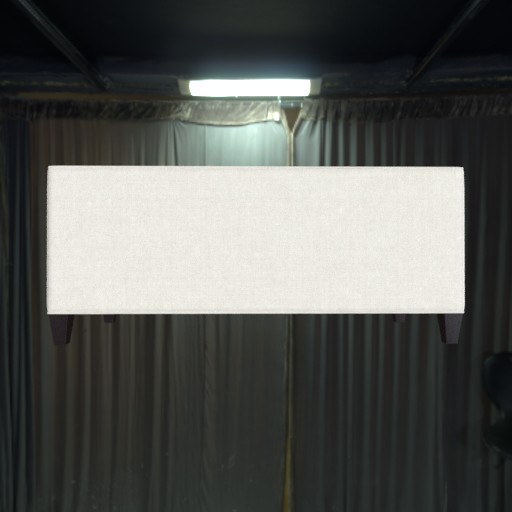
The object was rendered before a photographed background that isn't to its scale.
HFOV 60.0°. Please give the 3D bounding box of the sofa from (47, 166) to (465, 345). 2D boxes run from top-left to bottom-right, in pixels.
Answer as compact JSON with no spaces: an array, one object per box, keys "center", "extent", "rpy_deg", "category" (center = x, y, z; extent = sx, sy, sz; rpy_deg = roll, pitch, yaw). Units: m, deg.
[{"center":[0.000,0.000,2.257],"extent":[1.778,0.762,0.775],"rpy_deg":[0,0,-1],"category":"sofa"}]
